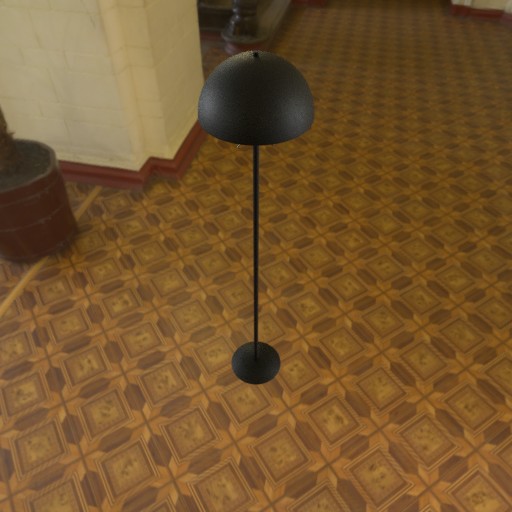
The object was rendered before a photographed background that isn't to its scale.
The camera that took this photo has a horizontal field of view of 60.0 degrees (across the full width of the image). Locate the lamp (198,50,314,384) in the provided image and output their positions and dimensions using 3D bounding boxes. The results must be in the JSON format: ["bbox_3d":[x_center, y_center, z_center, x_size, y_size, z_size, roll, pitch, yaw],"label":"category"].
[{"bbox_3d":[0.000,0.000,1.656,0.328,1.480,0.328,-24,50,-22],"label":"lamp"}]
